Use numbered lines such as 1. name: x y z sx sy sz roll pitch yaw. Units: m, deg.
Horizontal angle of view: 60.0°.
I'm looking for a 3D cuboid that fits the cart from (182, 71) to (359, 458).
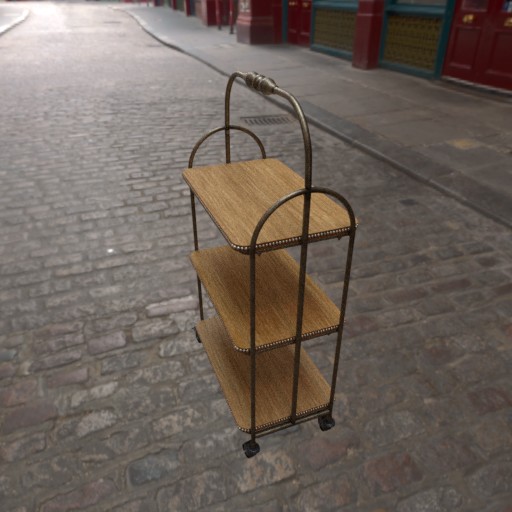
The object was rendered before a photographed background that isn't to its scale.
1. cart: 0.000 0.000 1.363 0.330 1.052 0.650 -11 33 -18
